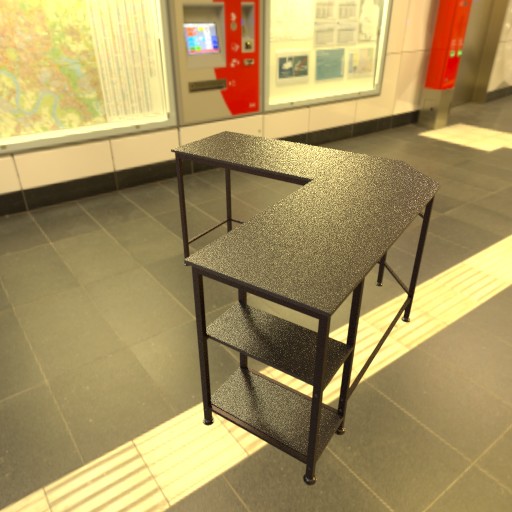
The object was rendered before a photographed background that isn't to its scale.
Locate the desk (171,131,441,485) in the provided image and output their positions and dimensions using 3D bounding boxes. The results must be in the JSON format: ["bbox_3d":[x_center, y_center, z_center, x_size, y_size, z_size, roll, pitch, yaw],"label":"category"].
[{"bbox_3d":[0.000,0.000,2.152,1.379,0.739,1.379,18,34,29],"label":"desk"}]
